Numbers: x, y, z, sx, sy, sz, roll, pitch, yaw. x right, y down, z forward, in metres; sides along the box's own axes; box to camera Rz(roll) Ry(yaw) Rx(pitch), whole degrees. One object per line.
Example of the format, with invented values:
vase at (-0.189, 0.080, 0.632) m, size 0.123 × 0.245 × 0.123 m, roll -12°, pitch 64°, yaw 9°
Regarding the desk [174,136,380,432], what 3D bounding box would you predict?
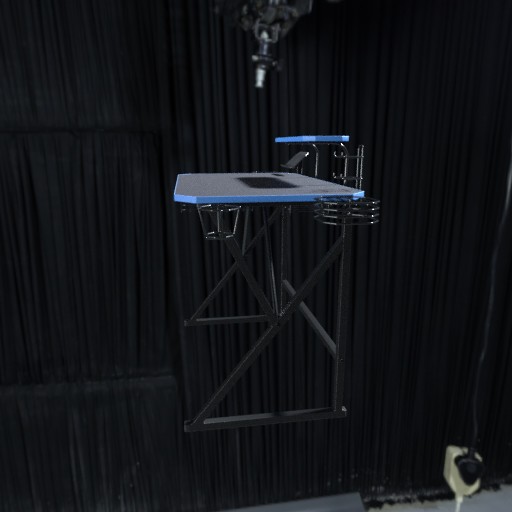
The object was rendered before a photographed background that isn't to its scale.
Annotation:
desk at (0.000, 0.000, 1.757) m, size 0.594 × 0.909 × 1.295 m, roll -2°, pitch 14°, yaw -9°
